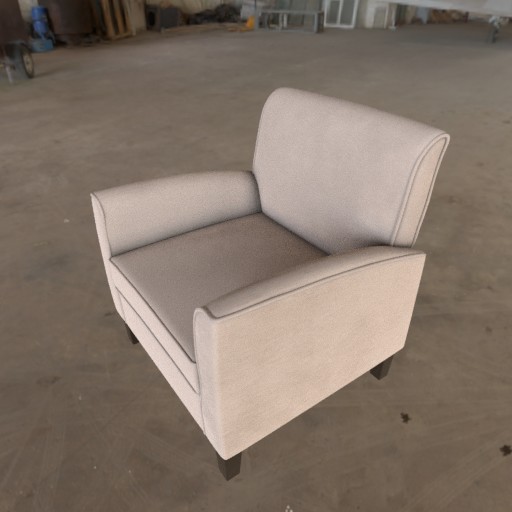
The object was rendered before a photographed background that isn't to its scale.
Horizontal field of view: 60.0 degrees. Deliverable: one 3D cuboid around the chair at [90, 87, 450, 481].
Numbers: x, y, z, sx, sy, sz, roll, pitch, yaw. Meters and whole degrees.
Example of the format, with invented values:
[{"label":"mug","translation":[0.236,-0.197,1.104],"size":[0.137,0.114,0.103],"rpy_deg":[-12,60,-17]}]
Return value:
[{"label":"chair","translation":[0.000,0.000,1.503],"size":[0.821,0.915,0.820],"rpy_deg":[-21,38,-30]}]
